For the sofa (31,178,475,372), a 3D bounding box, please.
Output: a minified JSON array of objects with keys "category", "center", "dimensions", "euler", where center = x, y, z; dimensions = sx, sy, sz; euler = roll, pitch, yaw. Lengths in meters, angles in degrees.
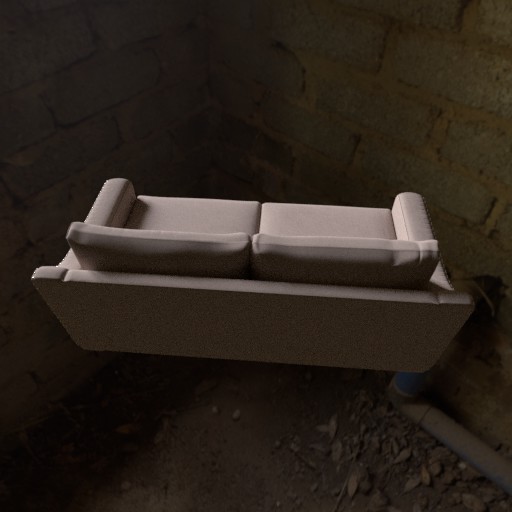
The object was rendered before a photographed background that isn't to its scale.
[{"category":"sofa","center":[0.000,0.000,2.508],"dimensions":[1.967,0.901,1.030],"euler":[3,46,3]}]
